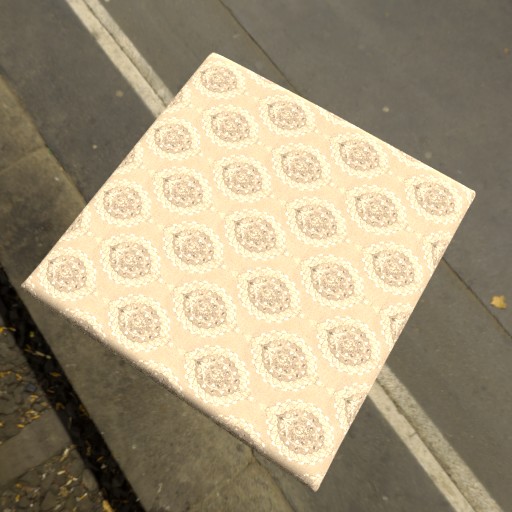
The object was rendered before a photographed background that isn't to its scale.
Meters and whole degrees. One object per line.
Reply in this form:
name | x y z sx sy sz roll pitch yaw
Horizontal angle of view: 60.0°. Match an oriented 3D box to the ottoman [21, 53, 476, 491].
ottoman | 0.000 0.000 1.328 0.890 0.411 0.889 31 76 9
